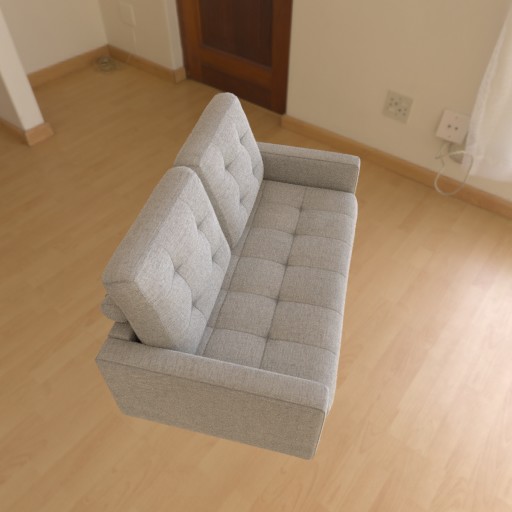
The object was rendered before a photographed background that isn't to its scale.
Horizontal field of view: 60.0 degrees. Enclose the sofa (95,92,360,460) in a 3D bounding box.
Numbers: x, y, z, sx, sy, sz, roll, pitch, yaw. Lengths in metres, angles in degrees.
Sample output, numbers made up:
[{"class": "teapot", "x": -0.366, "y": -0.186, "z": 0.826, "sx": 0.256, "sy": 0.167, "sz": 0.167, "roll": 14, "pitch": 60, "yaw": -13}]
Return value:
[{"class": "sofa", "x": 0.000, "y": 0.000, "z": 1.961, "sx": 0.842, "sy": 0.907, "sz": 1.407, "roll": 10, "pitch": 48, "yaw": 9}]
